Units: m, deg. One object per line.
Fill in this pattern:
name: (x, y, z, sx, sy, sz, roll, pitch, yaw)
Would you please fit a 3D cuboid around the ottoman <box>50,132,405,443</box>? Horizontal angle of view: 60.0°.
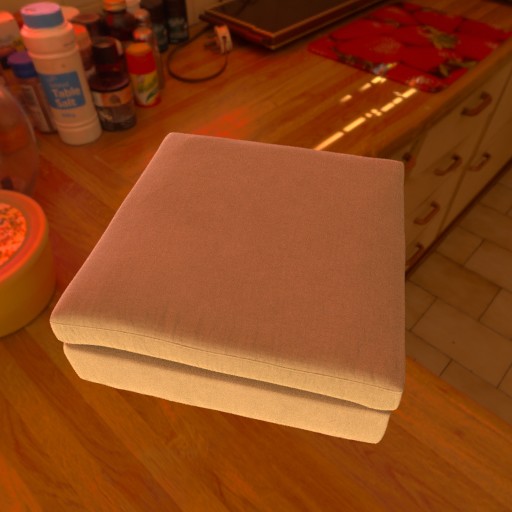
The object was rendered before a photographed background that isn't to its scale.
ottoman: (0.000, 0.000, 1.840, 1.171, 0.517, 1.203, 9, 48, 8)
